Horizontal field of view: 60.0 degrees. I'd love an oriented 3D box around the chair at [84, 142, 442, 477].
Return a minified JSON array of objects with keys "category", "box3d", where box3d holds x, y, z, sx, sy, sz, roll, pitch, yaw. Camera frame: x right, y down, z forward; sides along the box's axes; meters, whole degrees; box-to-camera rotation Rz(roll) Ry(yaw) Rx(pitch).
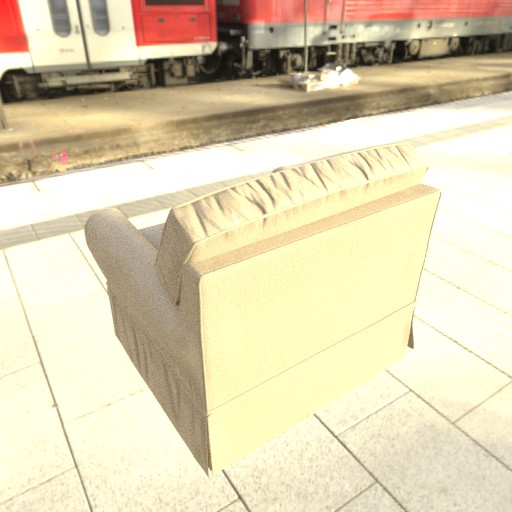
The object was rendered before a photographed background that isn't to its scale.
[{"category":"chair","box3d":[0.000,0.000,1.777,1.096,0.937,0.903,-20,36,-30]}]
